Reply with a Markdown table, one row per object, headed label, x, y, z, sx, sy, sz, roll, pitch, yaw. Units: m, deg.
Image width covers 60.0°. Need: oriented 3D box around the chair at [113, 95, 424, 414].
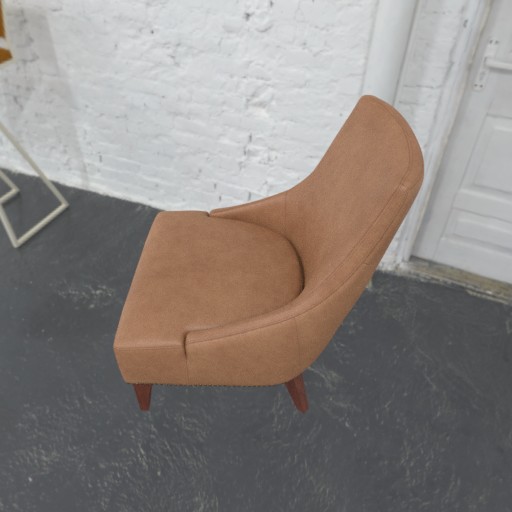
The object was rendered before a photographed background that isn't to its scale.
| label | x | y | z | sx | sy | sz | roll | pitch | yaw |
| --- | --- | --- | --- | --- | --- | --- | --- | --- | --- |
| chair | 0.000 | 0.000 | 1.489 | 0.861 | 0.909 | 0.701 | 1 | 41 | 1 |
